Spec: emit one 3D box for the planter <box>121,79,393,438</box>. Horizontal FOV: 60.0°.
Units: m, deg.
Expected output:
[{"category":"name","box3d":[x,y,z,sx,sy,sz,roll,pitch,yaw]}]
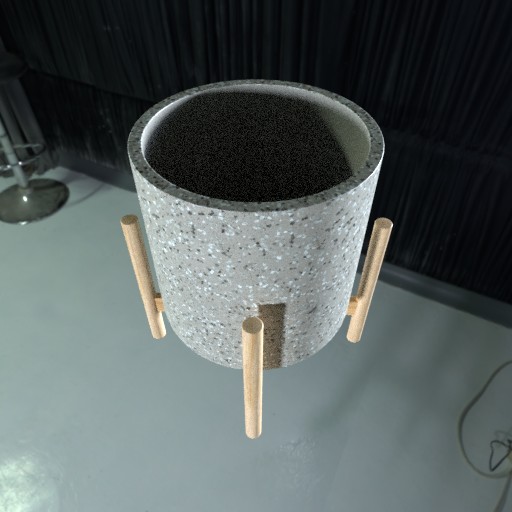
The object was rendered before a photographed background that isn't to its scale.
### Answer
[{"category":"planter","box3d":[0.000,0.000,0.681,0.360,0.419,0.360,17,47,17]}]
